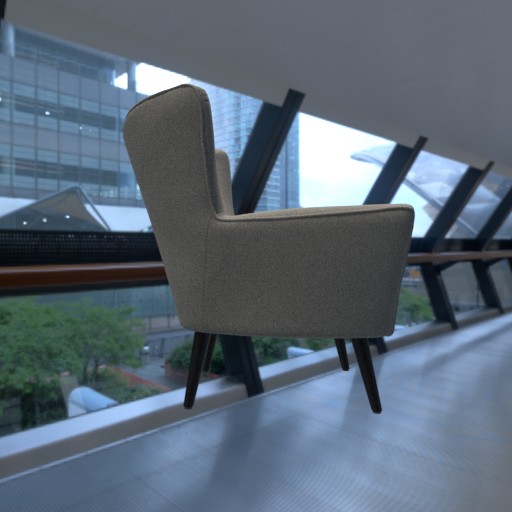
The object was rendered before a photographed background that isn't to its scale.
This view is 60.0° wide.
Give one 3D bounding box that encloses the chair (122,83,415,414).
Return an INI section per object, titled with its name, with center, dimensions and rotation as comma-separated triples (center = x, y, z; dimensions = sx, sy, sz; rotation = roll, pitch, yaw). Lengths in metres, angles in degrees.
[chair]
center = 0.000, 0.000, 1.567
dimensions = 0.888, 0.933, 0.781
rotation = 0, 0, 1
